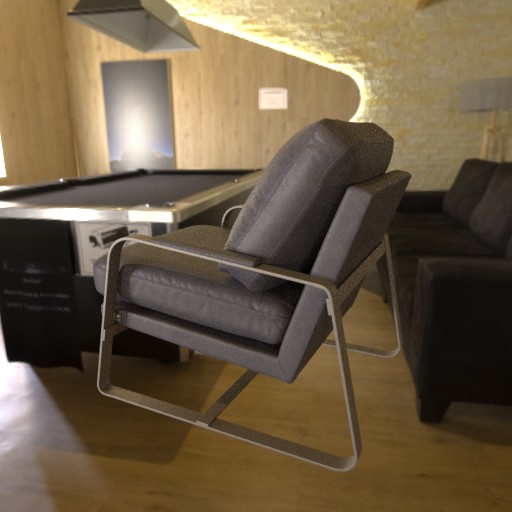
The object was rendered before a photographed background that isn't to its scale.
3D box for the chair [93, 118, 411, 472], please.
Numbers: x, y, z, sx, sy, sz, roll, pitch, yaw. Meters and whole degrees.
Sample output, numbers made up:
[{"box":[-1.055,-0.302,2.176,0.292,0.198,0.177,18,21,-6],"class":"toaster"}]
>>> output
[{"box":[0.000,0.000,1.445,0.878,0.839,0.692,7,17,25],"class":"chair"}]
